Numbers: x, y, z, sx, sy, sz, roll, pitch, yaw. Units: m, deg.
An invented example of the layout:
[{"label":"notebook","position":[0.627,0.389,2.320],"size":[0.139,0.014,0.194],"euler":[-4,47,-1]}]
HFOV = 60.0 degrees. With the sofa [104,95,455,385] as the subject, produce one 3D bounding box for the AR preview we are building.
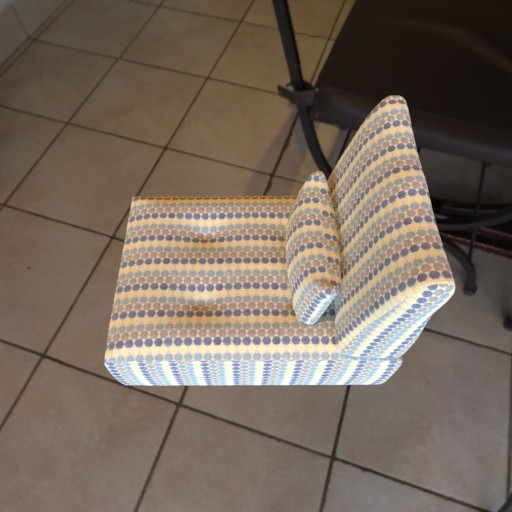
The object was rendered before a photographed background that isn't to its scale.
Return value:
[{"label":"sofa","position":[0.000,0.000,1.532],"size":[1.000,0.820,0.700],"euler":[0,59,0]}]
